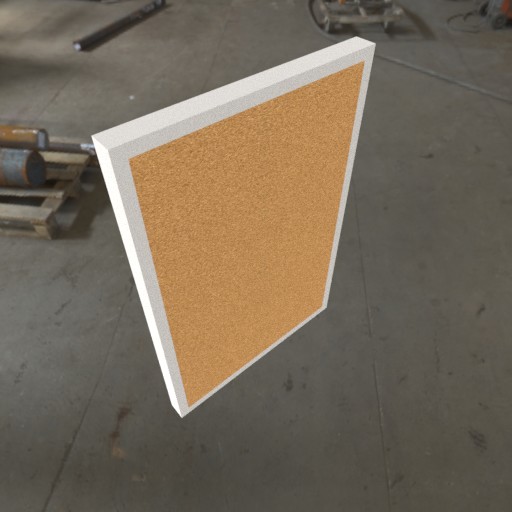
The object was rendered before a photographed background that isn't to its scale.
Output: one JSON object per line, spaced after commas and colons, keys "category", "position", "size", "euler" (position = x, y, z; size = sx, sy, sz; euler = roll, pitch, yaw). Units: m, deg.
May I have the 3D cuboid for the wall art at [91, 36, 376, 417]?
{"category": "wall art", "position": [0.000, 0.000, 0.820], "size": [0.450, 0.657, 0.038], "euler": [-32, 54, -27]}
